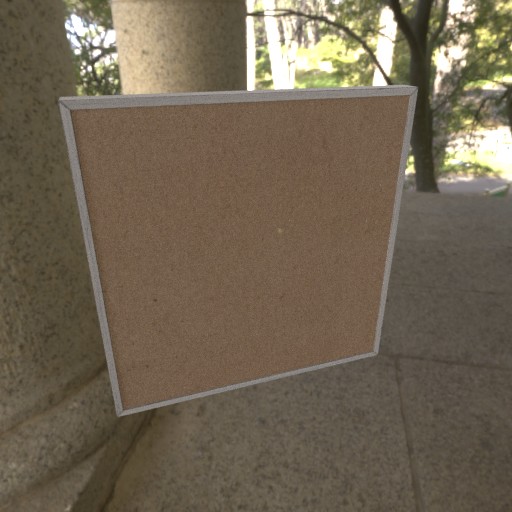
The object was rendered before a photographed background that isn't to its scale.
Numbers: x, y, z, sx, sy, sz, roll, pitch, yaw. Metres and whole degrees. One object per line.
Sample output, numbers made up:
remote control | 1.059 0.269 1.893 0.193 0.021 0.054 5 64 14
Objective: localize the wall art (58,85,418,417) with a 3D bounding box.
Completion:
wall art | 0.000 0.000 0.726 0.508 0.508 0.038 -9 27 -17
